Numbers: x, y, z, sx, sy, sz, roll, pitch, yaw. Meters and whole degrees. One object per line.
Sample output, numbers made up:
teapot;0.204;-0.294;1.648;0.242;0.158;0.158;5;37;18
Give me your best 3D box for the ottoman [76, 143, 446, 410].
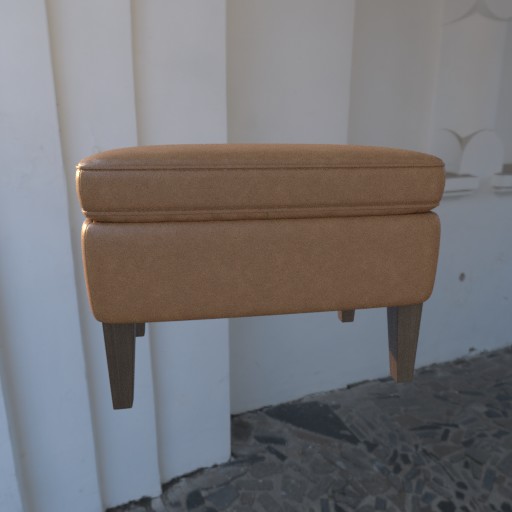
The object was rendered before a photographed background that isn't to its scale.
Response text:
ottoman;0.000;0.000;0.976;0.670;0.480;0.420;-2;15;-9
